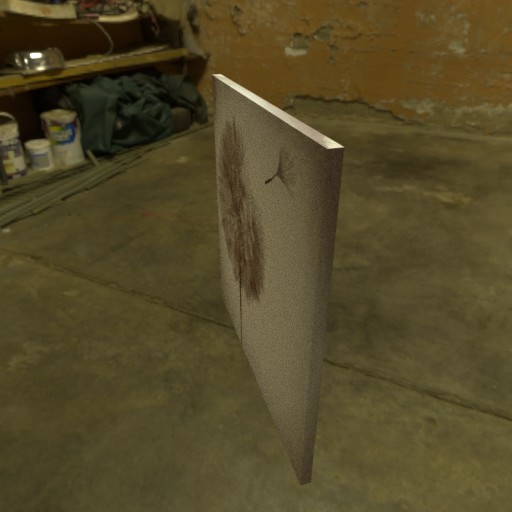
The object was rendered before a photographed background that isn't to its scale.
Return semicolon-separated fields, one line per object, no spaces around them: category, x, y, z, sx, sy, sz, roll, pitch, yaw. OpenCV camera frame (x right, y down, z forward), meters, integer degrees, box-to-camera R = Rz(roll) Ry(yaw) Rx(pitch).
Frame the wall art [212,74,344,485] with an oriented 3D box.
wall art;0.000;0.000;1.121;0.027;0.762;0.762;-9;31;-15
